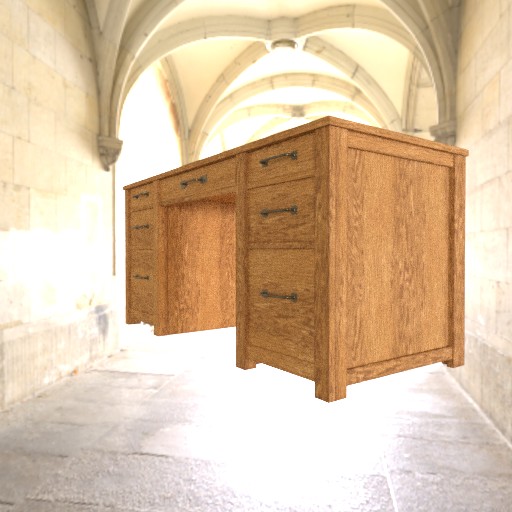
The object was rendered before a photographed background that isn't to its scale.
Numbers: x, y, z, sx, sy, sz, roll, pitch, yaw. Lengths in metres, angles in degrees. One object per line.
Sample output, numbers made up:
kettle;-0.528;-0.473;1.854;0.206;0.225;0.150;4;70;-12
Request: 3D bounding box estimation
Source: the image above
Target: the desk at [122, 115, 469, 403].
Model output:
desk;0.000;0.000;1.973;0.685;0.751;1.567;-1;1;-36
